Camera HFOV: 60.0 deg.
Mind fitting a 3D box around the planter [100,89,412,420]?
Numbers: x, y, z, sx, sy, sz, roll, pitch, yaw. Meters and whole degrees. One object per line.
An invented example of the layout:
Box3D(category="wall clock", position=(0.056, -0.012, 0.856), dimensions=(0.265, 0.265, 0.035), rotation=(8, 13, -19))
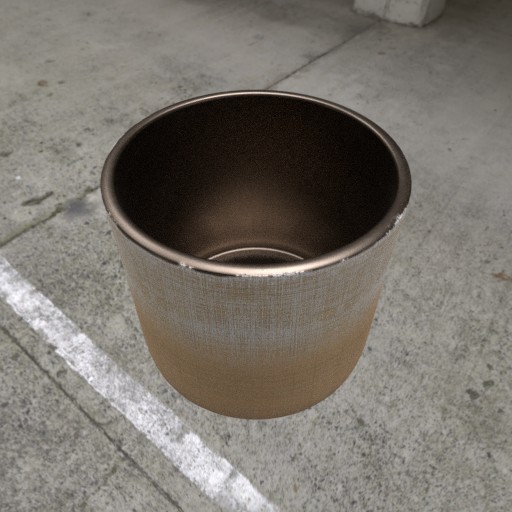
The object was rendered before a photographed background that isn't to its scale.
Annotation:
Box3D(category="planter", position=(0.000, 0.000, 0.388), dimensions=(0.221, 0.201, 0.221), rotation=(0, 47, 0))
